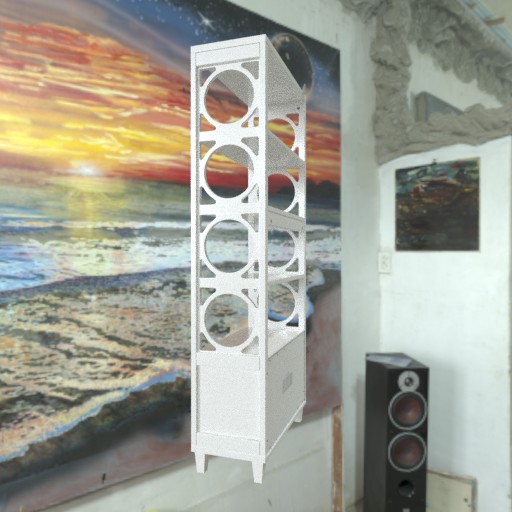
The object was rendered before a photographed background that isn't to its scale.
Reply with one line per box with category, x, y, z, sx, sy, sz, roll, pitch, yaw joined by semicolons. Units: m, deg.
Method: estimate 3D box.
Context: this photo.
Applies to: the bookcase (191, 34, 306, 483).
bookcase;0.000;0.000;2.198;0.361;1.869;0.761;0;0;19
